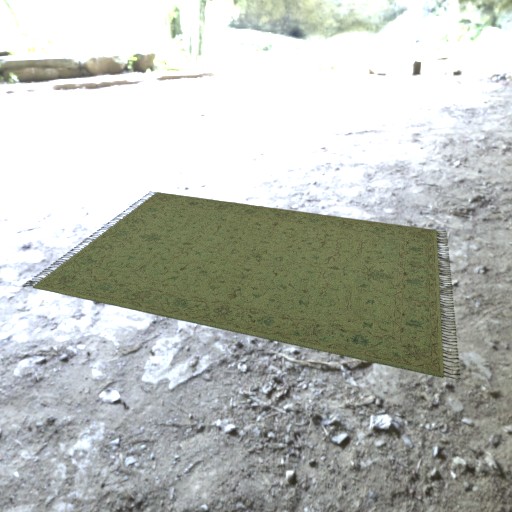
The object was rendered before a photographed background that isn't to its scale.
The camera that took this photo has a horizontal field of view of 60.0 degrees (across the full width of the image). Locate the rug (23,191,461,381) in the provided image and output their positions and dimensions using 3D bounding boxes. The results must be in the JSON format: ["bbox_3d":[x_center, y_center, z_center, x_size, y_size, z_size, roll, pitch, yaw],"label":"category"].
[{"bbox_3d":[0.000,0.000,2.933,2.435,0.010,1.544,10,32,15],"label":"rug"}]
